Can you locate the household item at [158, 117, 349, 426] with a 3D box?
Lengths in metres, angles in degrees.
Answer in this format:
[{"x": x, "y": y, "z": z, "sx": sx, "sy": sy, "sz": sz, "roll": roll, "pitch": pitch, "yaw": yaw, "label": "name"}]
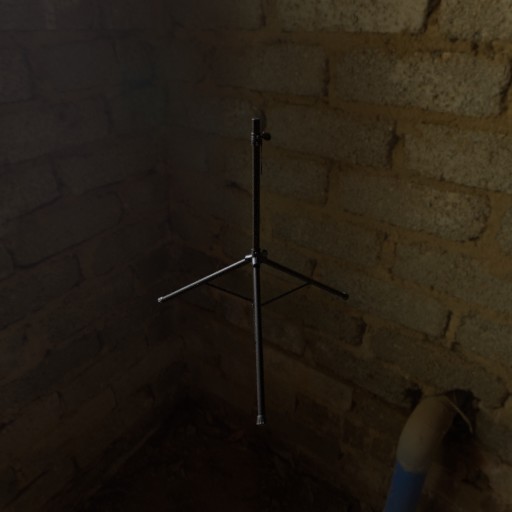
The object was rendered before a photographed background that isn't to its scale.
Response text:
[{"x": 0.000, "y": 0.000, "z": 2.793, "sx": 1.596, "sy": 1.595, "sz": 1.339, "roll": -1, "pitch": 30, "yaw": -1, "label": "household item"}]
